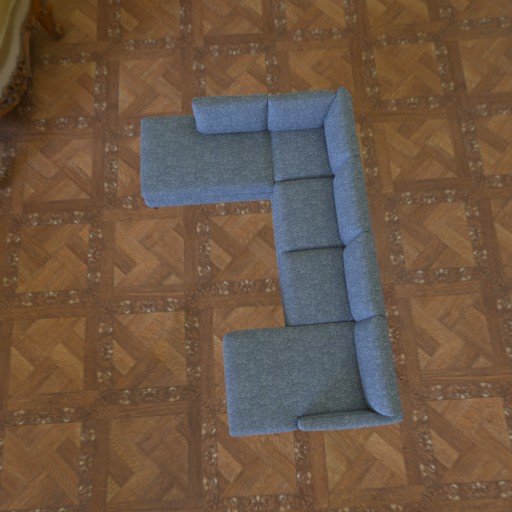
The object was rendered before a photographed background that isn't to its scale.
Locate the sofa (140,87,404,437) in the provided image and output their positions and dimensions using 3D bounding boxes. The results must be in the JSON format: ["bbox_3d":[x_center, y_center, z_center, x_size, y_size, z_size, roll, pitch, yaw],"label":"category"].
[{"bbox_3d":[0.000,0.000,3.622,1.879,0.756,2.737,-5,74,-1],"label":"sofa"}]
